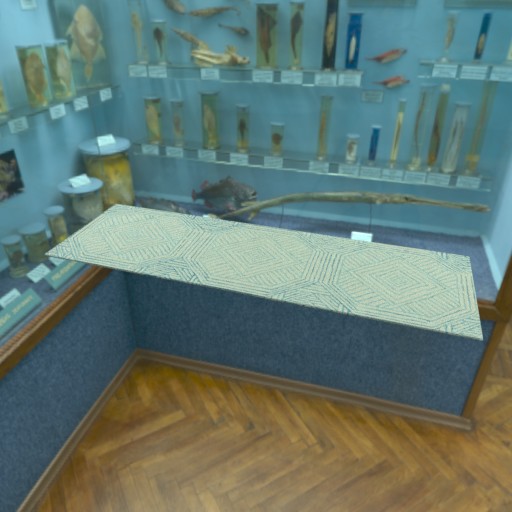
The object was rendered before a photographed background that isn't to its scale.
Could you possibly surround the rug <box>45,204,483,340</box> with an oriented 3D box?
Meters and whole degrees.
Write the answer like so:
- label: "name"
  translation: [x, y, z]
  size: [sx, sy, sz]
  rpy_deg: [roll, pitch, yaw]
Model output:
- label: "rug"
  translation: [0.000, 0.000, 2.679]
  size: [2.452, 0.012, 0.775]
  rpy_deg: [10, 33, 15]
